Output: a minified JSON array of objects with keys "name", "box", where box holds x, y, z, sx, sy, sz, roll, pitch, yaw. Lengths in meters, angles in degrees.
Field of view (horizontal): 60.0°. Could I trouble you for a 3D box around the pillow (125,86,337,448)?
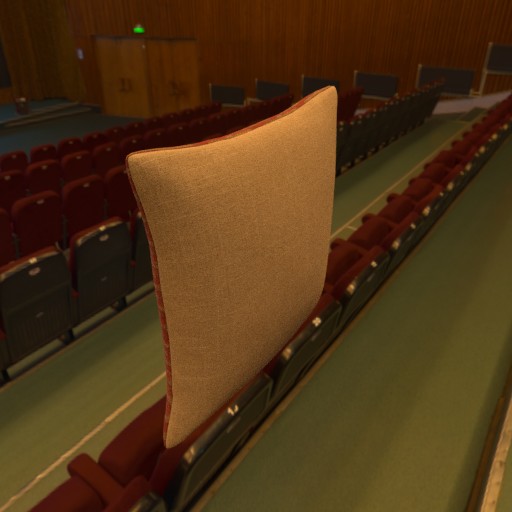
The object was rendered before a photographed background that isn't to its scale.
[{"name":"pillow","box":[0.000,0.000,0.787,0.182,0.503,0.511,20,36,29]}]
